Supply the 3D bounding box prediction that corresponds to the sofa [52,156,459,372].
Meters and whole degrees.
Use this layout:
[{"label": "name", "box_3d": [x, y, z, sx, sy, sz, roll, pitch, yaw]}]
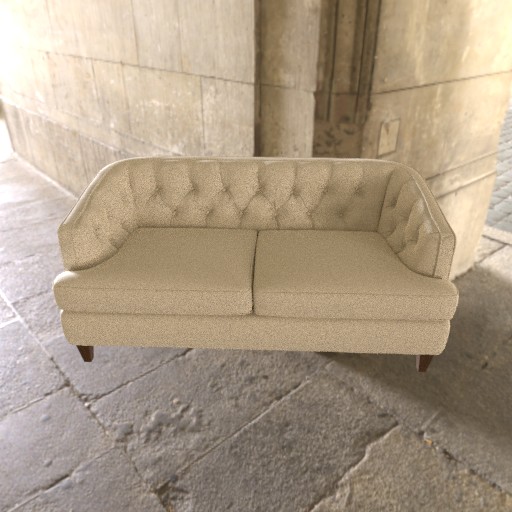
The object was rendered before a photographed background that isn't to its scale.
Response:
[{"label": "sofa", "box_3d": [0.000, 0.000, 2.271, 1.733, 0.855, 0.941, 1, 29, 2]}]
